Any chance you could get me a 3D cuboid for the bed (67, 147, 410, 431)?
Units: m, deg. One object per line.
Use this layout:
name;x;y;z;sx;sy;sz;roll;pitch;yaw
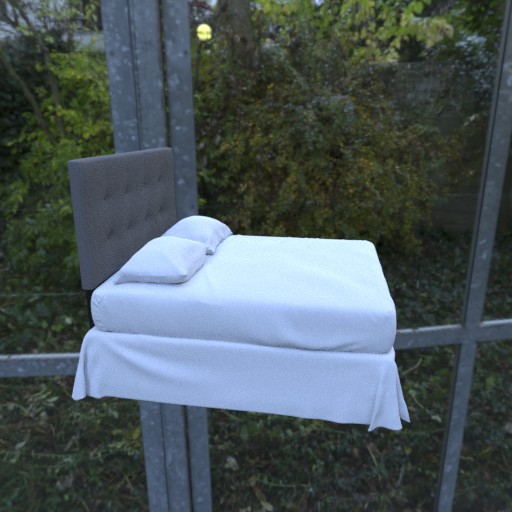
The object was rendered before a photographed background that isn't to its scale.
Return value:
bed;0.000;0.000;3.493;2.222;1.577;1.936;3;17;9
